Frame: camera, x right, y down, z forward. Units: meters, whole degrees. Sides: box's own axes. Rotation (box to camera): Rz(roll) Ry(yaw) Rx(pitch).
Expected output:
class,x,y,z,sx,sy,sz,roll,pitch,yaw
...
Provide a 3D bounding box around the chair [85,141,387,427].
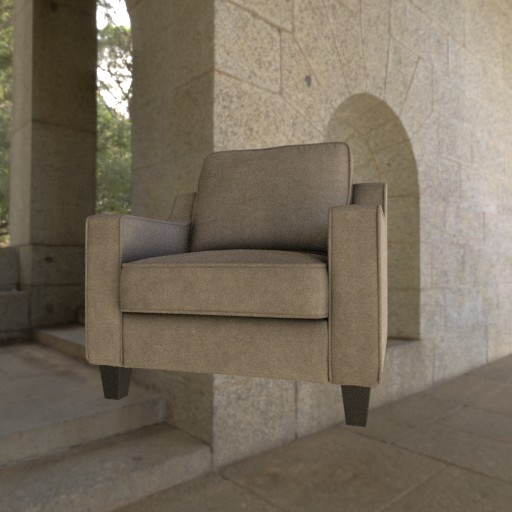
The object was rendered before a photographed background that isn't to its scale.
class,x,y,z,sx,sy,sz,roll,pitch,yaw
chair,0.000,0.000,1.651,0.926,0.944,0.840,0,-1,18
